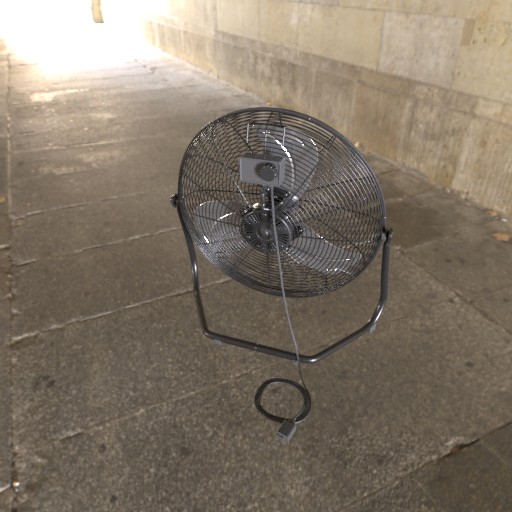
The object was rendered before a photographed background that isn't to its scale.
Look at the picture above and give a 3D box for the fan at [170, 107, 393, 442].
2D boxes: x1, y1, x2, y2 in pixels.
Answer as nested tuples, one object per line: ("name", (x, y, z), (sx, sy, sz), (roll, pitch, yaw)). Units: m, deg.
("fan", (0.000, 0.000, 0.999), (0.595, 0.605, 0.470), (11, 34, 17))
